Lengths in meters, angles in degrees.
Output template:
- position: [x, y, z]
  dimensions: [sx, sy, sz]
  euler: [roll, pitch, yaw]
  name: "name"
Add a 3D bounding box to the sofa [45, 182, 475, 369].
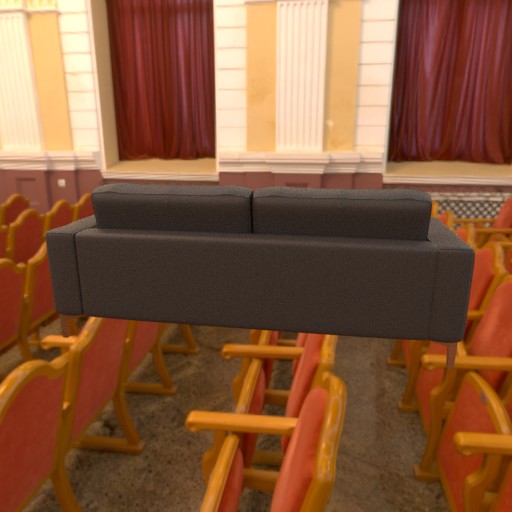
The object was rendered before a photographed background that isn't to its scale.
- position: [0.000, 0.000, 2.697]
  dimensions: [2.275, 0.893, 0.833]
  euler: [3, 16, 9]
  name: "sofa"
